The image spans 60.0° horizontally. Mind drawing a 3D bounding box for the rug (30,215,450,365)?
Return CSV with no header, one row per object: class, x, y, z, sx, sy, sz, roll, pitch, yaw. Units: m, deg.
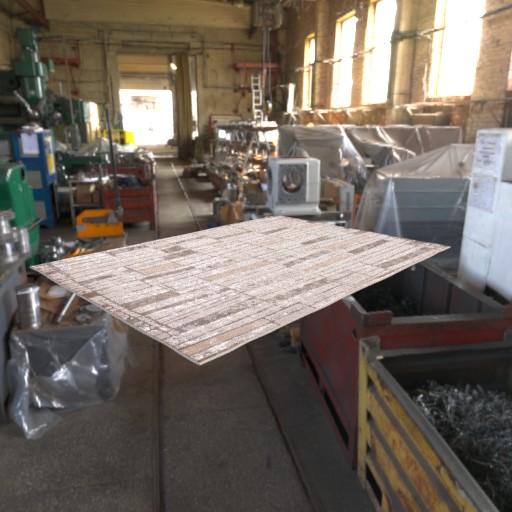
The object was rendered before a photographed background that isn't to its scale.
rug,0.000,0.000,4.325,2.449,0.019,3.357,16,23,42
